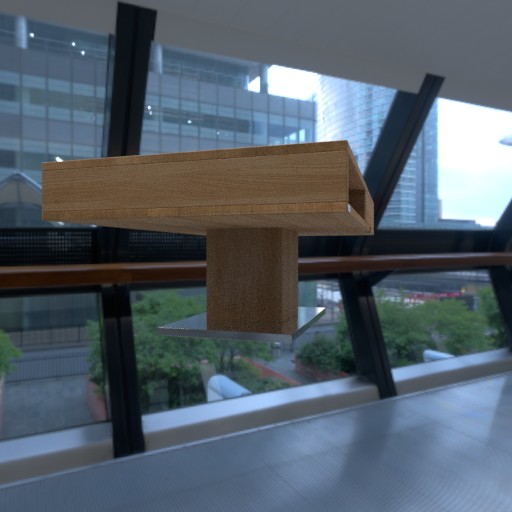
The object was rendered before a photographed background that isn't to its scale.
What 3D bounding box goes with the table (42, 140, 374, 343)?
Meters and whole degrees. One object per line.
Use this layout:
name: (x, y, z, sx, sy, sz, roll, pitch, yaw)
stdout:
table: (0.000, 0.000, 1.451, 0.700, 0.440, 1.100, 0, 0, 17)
